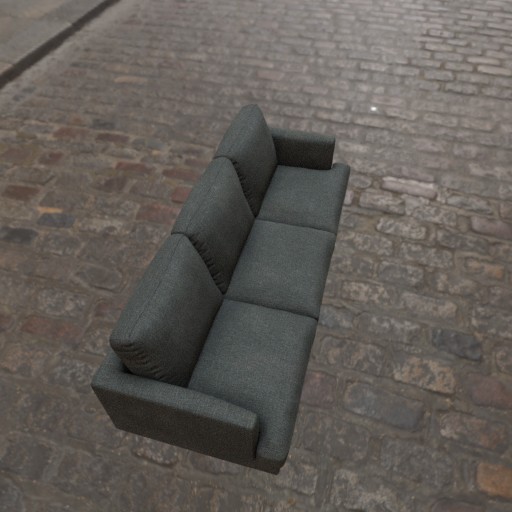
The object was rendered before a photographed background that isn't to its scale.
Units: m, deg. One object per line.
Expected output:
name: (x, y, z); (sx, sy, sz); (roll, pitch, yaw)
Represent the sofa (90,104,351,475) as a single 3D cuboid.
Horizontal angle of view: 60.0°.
sofa: (0.000, 0.000, 2.723); (0.903, 0.930, 2.246); (12, 49, 10)
